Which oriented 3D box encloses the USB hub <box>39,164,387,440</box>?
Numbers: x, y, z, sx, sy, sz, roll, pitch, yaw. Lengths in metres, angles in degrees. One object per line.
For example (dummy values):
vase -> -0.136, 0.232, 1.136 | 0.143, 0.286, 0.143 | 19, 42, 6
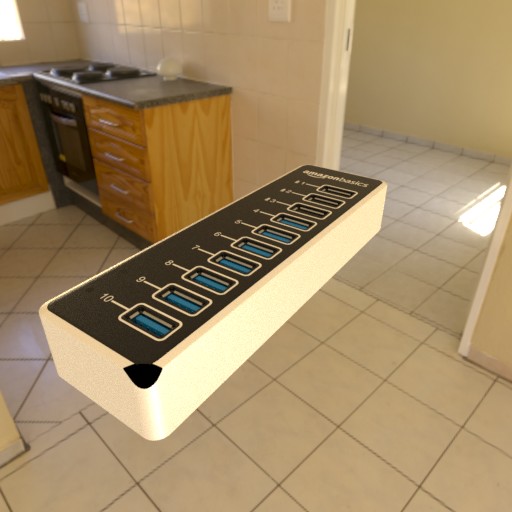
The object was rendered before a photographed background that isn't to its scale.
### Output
USB hub -> 0.000, 0.000, 0.163 | 0.044, 0.023, 0.145 | 20, 36, 30
